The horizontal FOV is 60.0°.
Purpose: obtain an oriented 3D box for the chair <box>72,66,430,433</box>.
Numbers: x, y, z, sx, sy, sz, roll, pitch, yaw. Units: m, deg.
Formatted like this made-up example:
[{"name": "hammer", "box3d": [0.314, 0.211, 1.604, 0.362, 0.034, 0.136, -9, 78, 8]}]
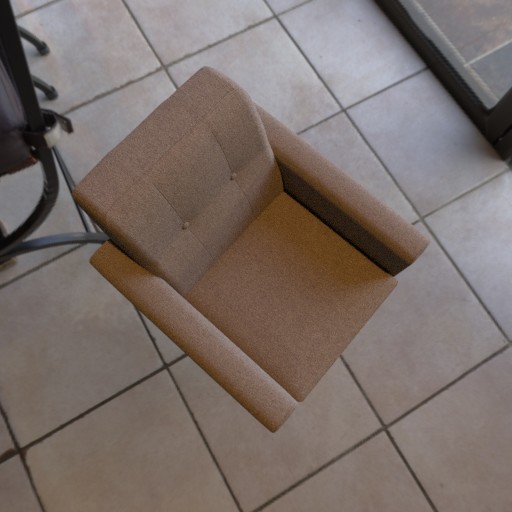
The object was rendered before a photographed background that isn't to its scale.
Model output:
[{"name": "chair", "box3d": [0.000, 0.000, 1.599, 0.907, 0.839, 0.831, 40, 79, 10]}]
